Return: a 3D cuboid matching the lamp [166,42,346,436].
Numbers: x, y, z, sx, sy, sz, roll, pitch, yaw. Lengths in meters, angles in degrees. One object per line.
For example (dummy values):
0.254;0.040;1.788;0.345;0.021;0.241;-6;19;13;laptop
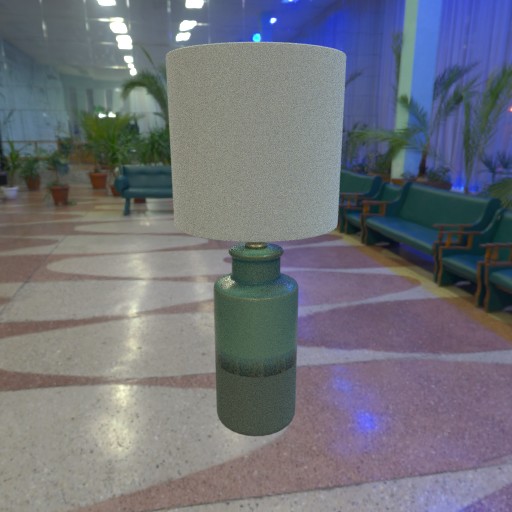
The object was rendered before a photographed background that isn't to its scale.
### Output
0.000;0.000;0.599;0.212;0.493;0.212;-3;17;-9;lamp
